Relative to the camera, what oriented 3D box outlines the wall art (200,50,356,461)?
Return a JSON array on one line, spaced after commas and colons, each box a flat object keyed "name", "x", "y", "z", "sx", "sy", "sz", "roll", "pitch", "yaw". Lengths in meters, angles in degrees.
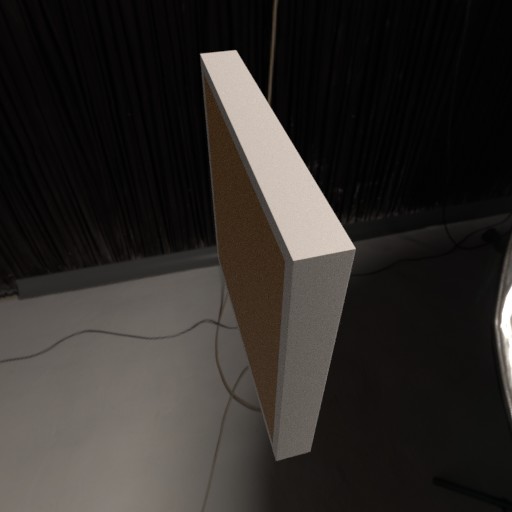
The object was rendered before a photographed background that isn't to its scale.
[{"name": "wall art", "x": 0.000, "y": 0.000, "z": 0.462, "sx": 0.038, "sy": 0.302, "sz": 0.305, "roll": -11, "pitch": 46, "yaw": -10}]
